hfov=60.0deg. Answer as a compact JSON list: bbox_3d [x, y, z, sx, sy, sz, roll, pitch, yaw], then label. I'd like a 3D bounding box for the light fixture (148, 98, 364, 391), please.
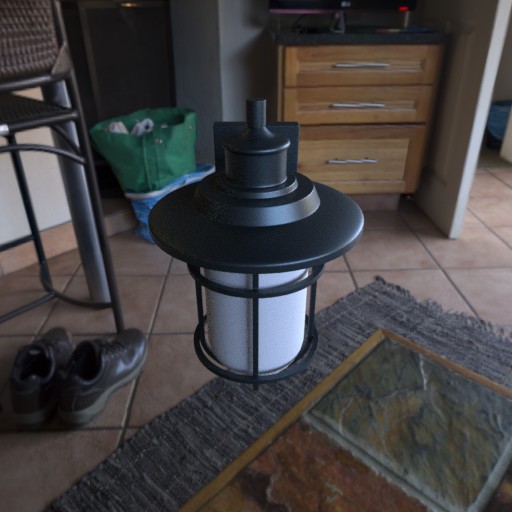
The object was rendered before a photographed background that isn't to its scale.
[{"bbox_3d":[0.000,0.000,0.505,0.222,0.345,0.252,0,29,0],"label":"light fixture"}]
